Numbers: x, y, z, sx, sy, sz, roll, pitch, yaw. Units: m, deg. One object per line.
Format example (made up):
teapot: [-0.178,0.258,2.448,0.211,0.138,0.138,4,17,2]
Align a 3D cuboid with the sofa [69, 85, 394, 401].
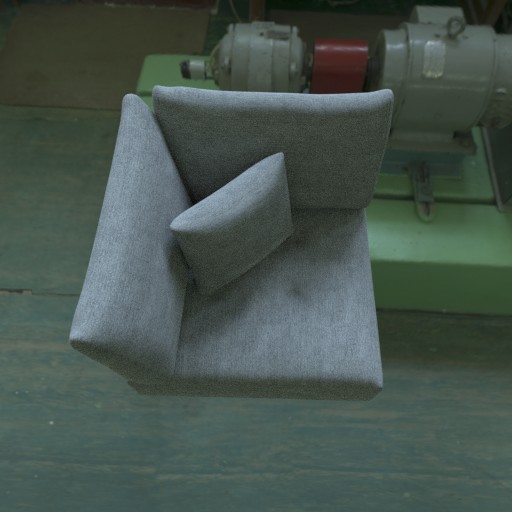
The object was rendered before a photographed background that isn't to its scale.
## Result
sofa: [0.000,0.000,1.736,1.000,0.820,1.000,1,62,1]
